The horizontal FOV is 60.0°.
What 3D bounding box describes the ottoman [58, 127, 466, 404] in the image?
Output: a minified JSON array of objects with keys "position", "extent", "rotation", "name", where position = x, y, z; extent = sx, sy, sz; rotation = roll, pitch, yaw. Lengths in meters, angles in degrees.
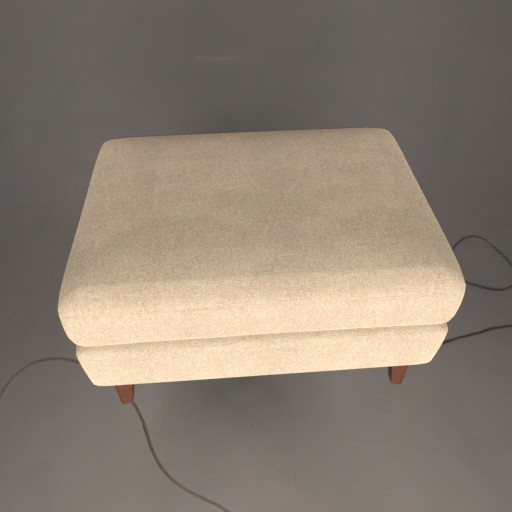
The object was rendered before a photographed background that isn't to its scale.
[{"position":[0.000,0.000,1.189],"extent":[0.823,0.478,0.610],"rotation":[-3,48,-3],"name":"ottoman"}]
